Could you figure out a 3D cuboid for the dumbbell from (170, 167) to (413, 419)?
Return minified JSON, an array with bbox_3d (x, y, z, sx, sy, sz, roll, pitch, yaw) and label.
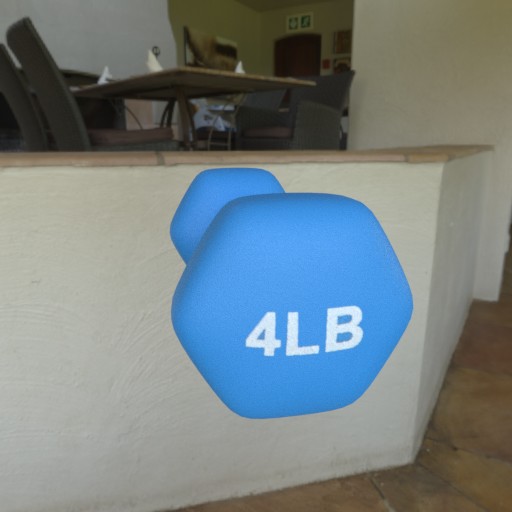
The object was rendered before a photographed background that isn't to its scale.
[{"bbox_3d":[0.000,0.000,0.189,0.074,0.066,0.152,-3,15,-10],"label":"dumbbell"}]
